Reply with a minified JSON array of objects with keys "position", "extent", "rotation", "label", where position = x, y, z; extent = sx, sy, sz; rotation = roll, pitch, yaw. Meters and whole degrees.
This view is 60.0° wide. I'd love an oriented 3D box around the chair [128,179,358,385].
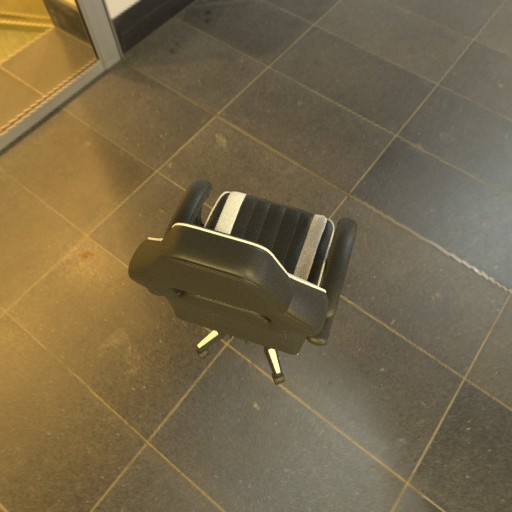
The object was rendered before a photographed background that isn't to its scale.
[{"position":[0.000,0.000,1.626],"extent":[0.676,1.200,0.700],"rotation":[16,64,8],"label":"chair"}]
